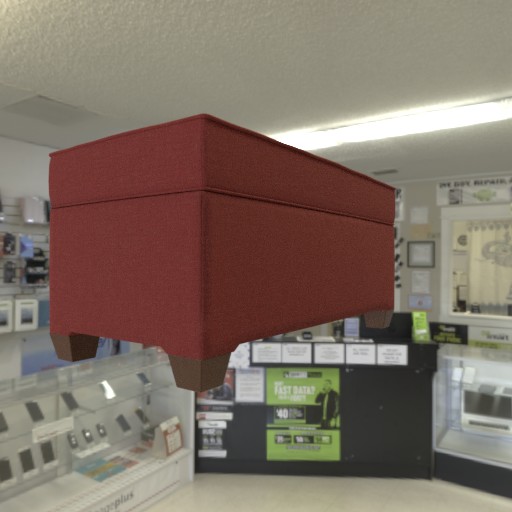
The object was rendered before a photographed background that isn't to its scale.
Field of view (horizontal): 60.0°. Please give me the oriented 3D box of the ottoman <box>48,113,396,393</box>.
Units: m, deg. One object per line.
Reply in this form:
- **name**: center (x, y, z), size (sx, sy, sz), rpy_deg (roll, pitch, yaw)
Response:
- **ottoman**: center (0.000, 0.000, 1.208), size (0.497, 0.454, 0.948), rpy_deg (0, -1, 36)
